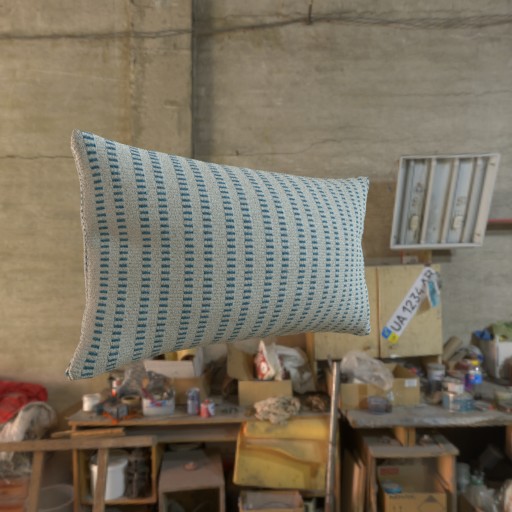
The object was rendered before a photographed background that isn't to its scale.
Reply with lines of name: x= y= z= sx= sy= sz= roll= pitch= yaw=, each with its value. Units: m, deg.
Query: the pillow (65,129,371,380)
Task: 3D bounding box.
pillow: x=0.000 y=0.000 z=0.799 sx=0.640 sy=0.353 sz=0.210 roll=0 pitch=0 yaw=-36
